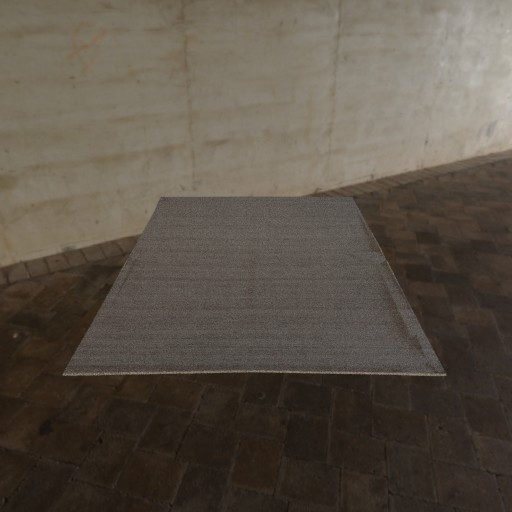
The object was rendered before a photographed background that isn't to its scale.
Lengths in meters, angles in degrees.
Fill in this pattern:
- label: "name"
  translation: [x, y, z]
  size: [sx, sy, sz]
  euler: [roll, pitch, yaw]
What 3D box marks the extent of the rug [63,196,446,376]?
- label: "rug"
  translation: [0.000, 0.000, 4.962]
  size: [2.873, 0.053, 3.778]
  euler: [0, 28, 0]
